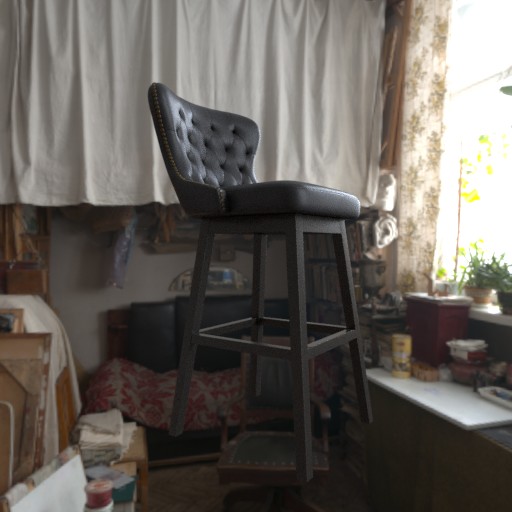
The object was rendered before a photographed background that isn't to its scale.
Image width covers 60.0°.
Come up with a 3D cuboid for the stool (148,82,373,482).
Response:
[{"bbox_3d":[0.000,0.000,1.384,0.601,1.050,0.528,1,2,35],"label":"stool"}]
